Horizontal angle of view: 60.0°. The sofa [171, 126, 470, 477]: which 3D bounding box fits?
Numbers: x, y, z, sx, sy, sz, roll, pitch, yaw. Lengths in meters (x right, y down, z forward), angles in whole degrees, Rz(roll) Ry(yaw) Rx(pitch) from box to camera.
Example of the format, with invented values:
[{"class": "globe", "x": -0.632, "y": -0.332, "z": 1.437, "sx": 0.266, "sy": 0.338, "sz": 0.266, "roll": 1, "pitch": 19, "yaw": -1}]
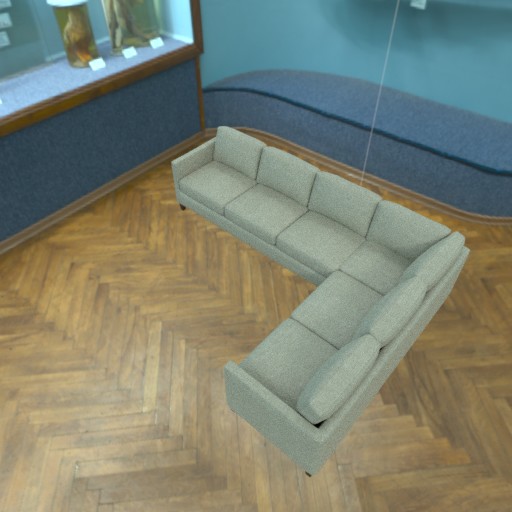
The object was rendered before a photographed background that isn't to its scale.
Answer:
[{"class": "sofa", "x": 0.000, "y": 0.000, "z": 4.509, "sx": 3.333, "sy": 0.934, "sz": 2.522, "roll": 32, "pitch": 53, "yaw": 28}]
